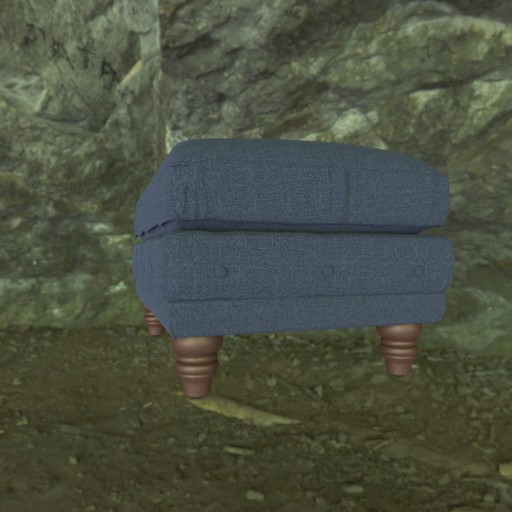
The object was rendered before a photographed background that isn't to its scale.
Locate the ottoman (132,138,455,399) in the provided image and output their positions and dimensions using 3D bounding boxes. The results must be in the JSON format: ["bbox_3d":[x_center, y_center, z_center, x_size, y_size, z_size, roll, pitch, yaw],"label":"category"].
[{"bbox_3d":[0.000,0.000,1.115,0.558,0.486,0.767,0,0,-19],"label":"ottoman"}]
